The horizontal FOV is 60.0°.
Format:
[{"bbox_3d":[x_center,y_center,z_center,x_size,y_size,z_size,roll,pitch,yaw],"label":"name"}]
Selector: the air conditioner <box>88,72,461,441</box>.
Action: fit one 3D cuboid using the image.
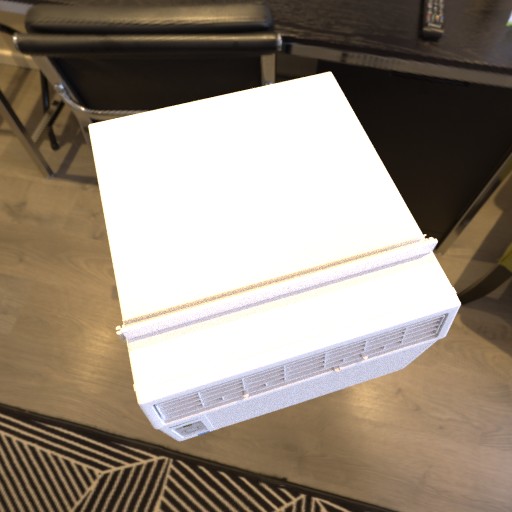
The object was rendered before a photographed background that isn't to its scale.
[{"bbox_3d":[0.000,0.000,0.874,0.503,0.388,0.546,-15,63,-8],"label":"air conditioner"}]
